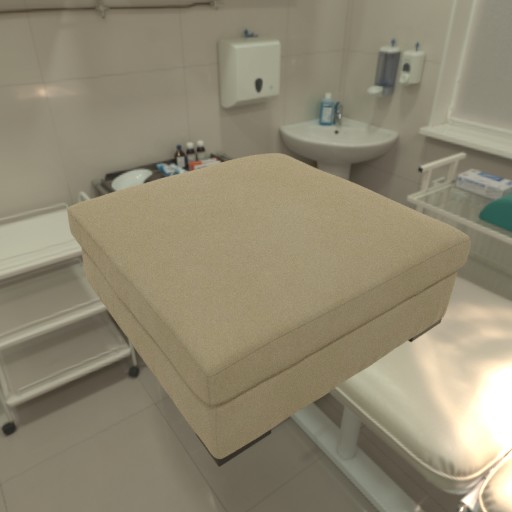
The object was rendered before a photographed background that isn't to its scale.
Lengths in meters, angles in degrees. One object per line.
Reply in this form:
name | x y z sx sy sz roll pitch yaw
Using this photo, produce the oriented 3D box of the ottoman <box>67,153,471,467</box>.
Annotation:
ottoman | 0.000 0.000 1.867 1.190 0.522 1.205 -21 38 -30
